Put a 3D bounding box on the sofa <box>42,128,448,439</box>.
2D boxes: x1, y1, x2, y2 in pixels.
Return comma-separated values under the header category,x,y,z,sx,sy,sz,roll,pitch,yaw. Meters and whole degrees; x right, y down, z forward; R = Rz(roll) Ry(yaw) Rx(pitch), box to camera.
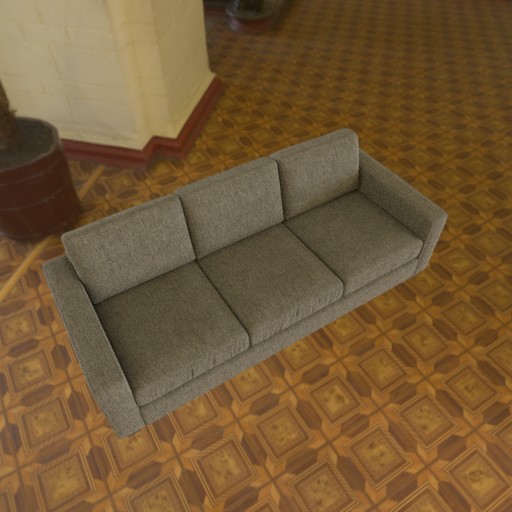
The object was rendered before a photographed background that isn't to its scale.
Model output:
category,x,y,z,sx,sy,sz,roll,pitch,yaw
sofa,0.000,0.000,2.599,2.160,0.800,0.900,-25,52,-21
